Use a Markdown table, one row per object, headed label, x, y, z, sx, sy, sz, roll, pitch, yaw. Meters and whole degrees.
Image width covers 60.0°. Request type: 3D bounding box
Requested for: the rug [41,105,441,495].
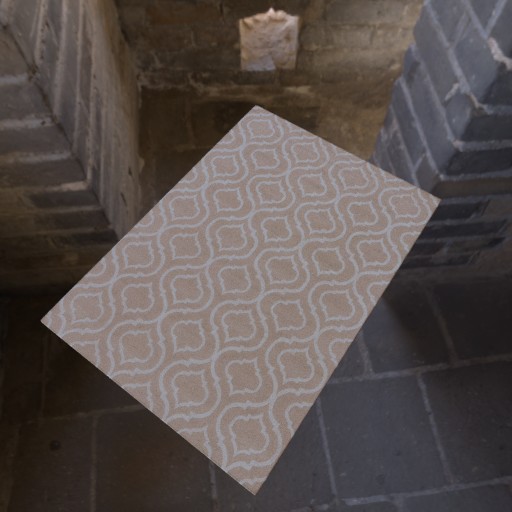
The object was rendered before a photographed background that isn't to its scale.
| label | x | y | z | sx | sy | sz | roll | pitch | yaw |
| --- | --- | --- | --- | --- | --- | --- | --- | --- | --- |
| rug | 0.000 | 0.000 | 2.751 | 1.524 | 0.010 | 2.134 | 32 | 66 | 16 |
